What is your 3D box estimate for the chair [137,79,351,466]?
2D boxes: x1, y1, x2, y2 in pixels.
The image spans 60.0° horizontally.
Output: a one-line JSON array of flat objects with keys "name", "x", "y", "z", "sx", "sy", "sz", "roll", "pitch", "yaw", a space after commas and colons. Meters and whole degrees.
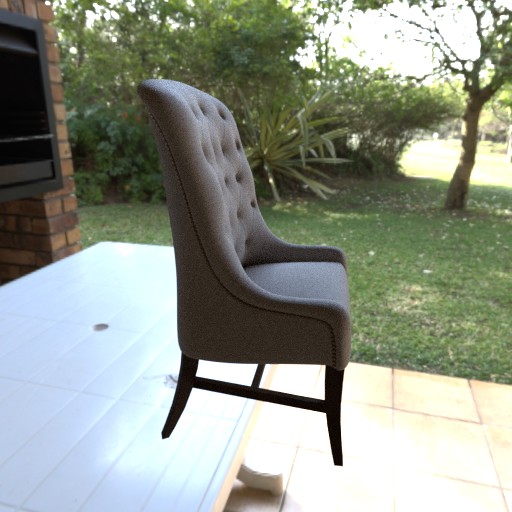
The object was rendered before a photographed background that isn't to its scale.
[{"name": "chair", "x": 0.000, "y": 0.000, "z": 1.468, "sx": 0.629, "sy": 1.091, "sz": 0.634, "roll": 3, "pitch": 17, "yaw": 10}]
